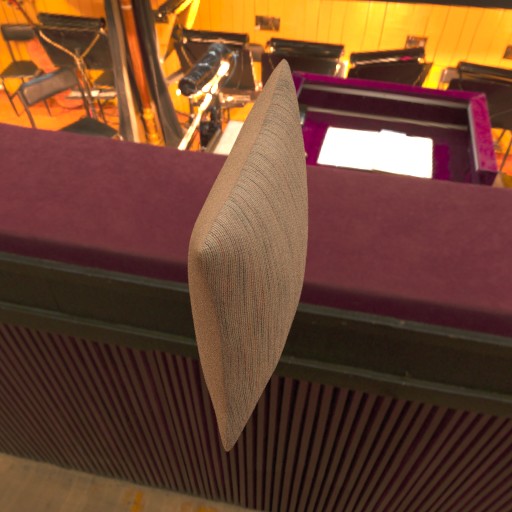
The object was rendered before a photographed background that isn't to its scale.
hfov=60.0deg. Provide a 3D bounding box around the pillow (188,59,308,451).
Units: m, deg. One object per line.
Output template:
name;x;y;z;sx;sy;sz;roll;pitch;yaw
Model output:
pillow;0.000;0.000;0.796;0.178;0.506;0.512;9;46;9
